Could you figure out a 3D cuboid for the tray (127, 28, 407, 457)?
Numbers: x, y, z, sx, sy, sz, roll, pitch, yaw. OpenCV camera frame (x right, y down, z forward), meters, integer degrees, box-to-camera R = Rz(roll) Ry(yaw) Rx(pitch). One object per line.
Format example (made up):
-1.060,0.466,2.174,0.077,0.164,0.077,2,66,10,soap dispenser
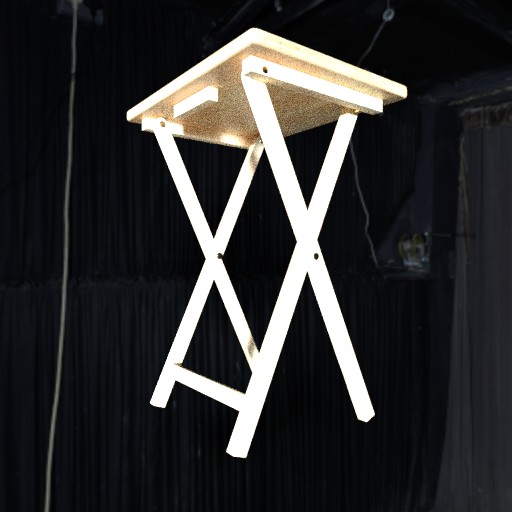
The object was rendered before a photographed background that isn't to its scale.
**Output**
0.000,0.000,0.941,0.381,0.660,0.483,0,0,-37,tray
